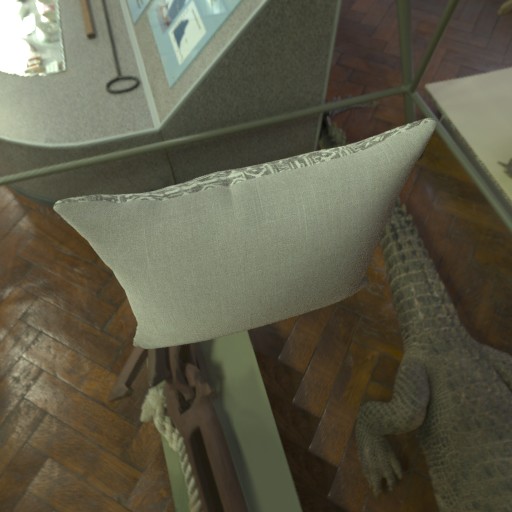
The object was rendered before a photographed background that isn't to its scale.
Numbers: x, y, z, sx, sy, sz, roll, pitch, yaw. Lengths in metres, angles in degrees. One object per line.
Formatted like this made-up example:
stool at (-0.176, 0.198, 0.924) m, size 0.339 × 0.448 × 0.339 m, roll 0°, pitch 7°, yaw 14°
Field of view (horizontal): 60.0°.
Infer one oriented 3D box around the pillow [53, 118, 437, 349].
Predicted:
pillow at (0.000, 0.000, 0.792) m, size 0.546 × 0.487 × 0.180 m, roll -15°, pitch 59°, yaw -9°
